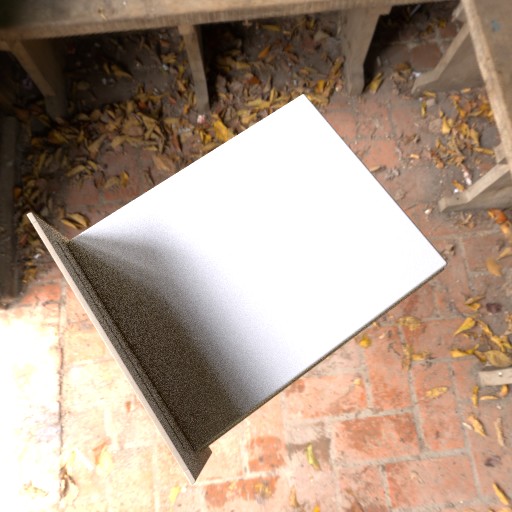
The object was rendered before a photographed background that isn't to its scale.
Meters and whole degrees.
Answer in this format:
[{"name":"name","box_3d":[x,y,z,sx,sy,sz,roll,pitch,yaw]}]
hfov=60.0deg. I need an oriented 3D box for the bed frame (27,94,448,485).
[{"name":"bed frame","box_3d":[0.000,0.000,3.044,2.080,0.900,1.800,-34,77,-9]}]
